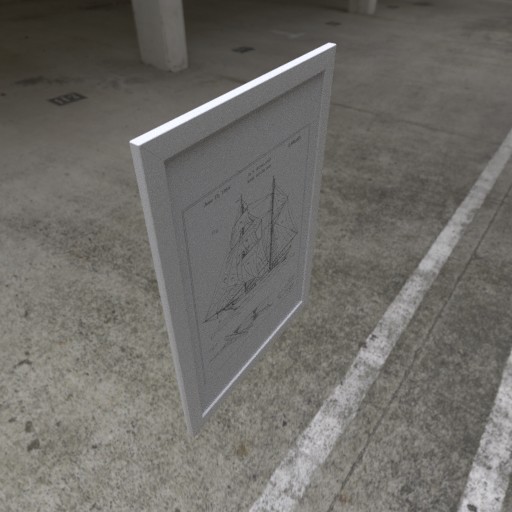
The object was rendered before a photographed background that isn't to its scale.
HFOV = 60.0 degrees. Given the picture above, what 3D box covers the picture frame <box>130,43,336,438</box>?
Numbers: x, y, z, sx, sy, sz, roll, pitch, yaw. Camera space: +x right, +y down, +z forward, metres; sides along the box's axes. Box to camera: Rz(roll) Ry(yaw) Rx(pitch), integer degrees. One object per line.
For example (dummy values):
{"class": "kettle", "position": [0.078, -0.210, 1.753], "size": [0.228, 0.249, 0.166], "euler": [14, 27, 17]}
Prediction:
{"class": "picture frame", "position": [0.000, 0.000, 0.688], "size": [0.012, 0.534, 0.381], "euler": [25, 46, 26]}
